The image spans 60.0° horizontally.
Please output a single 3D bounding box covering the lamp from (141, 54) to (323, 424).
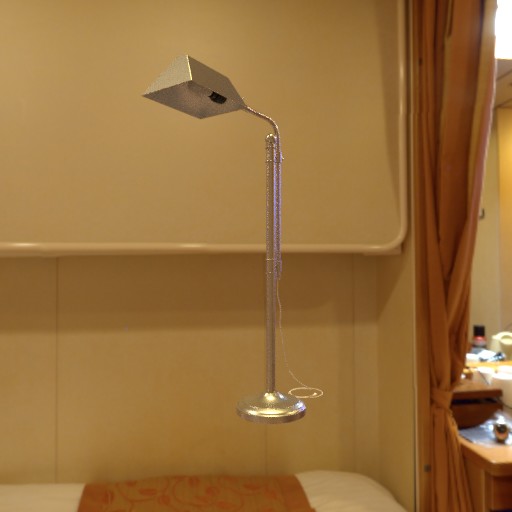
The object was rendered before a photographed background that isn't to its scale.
[{"bbox_3d":[0.000,0.000,0.968,0.159,0.708,0.546,-1,-1,35],"label":"lamp"}]
